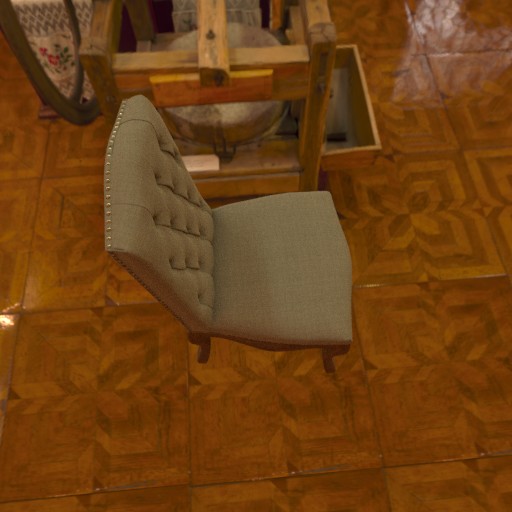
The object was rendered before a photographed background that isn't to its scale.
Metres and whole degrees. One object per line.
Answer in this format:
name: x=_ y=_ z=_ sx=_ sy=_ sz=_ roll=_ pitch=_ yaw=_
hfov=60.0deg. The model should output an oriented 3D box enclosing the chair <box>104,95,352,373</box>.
chair: x=0.000 y=0.000 z=1.601 sx=0.731 sy=1.191 sz=0.637 roll=-2 pitch=64 yaw=-1
